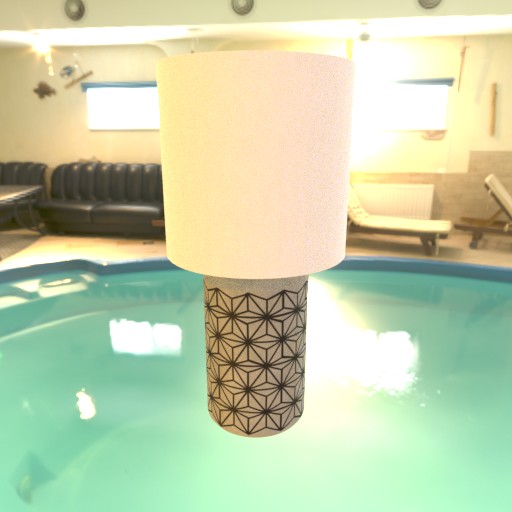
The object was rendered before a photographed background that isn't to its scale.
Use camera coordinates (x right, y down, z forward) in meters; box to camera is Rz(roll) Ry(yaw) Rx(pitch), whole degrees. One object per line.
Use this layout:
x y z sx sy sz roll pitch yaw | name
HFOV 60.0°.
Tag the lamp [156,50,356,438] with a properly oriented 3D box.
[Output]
0.000 0.000 0.525 0.206 0.416 0.206 -3 17 -11 | lamp
